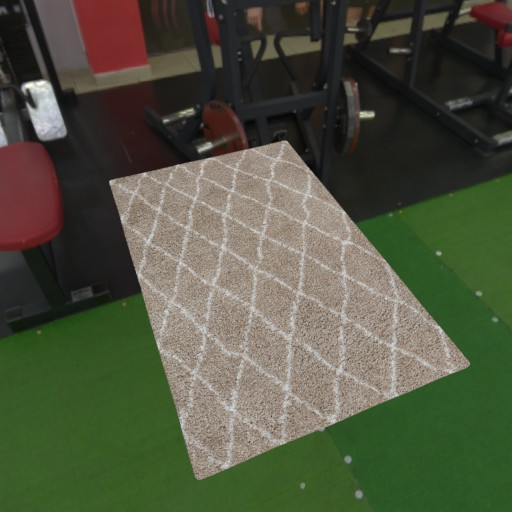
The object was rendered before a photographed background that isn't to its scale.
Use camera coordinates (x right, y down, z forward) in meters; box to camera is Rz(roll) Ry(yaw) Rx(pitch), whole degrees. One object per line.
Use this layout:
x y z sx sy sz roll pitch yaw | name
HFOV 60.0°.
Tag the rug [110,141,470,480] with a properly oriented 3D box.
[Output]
0.000 0.000 3.399 1.778 0.030 2.743 -16 49 -15 | rug
